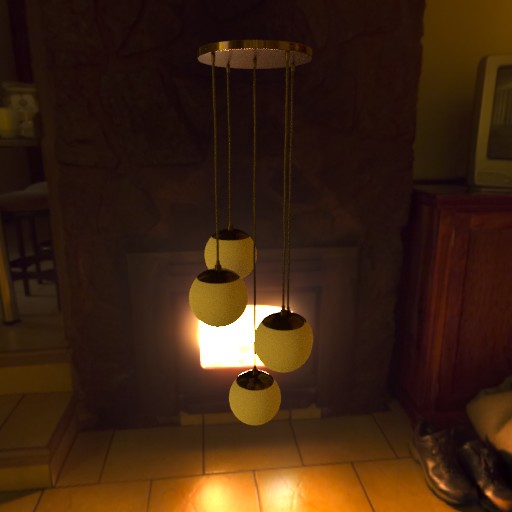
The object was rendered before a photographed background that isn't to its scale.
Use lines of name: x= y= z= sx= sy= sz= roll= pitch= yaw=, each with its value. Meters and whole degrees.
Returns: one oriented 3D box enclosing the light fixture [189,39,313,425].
light fixture: x=0.000 y=0.000 z=1.495 sx=0.484 sy=1.271 sz=0.489 roll=-7 pitch=16 yaw=-26
